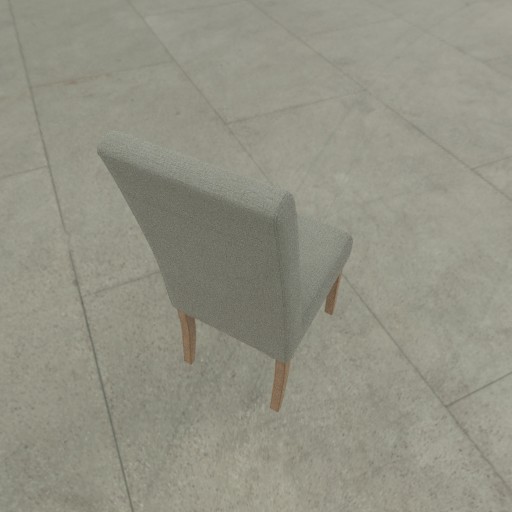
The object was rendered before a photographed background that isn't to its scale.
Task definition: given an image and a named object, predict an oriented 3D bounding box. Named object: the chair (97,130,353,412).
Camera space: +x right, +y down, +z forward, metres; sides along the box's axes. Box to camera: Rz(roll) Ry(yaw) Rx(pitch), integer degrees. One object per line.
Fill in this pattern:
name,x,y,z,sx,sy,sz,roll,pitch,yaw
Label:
chair,0.000,0.000,1.382,0.450,1.033,0.611,23,51,20
